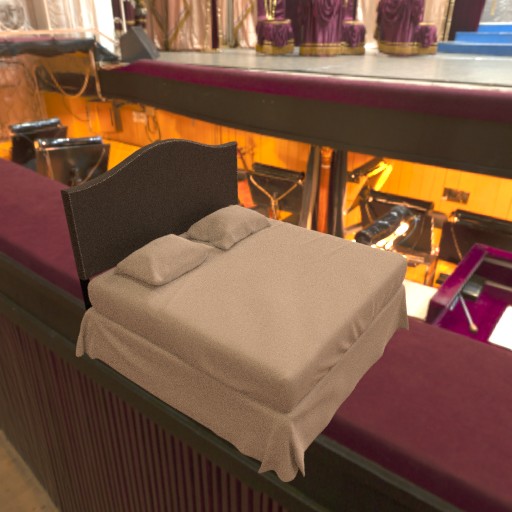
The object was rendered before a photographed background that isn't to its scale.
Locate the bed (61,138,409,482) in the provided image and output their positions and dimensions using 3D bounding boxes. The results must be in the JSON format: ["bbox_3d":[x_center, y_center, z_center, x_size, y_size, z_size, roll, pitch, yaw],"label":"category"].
[{"bbox_3d":[0.000,0.000,3.692,2.219,1.651,2.314,19,33,32],"label":"bed"}]
